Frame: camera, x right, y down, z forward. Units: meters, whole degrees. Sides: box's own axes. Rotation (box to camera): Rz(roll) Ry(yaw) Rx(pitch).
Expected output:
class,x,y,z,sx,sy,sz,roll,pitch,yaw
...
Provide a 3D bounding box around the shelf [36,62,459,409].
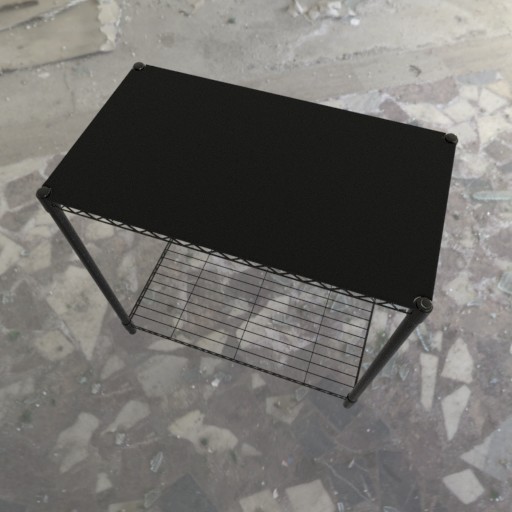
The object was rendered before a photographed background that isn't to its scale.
class,x,y,z,sx,sy,sz,roll,pitch,yaw
shelf,0.000,0.000,0.931,0.589,0.564,0.338,16,60,10
